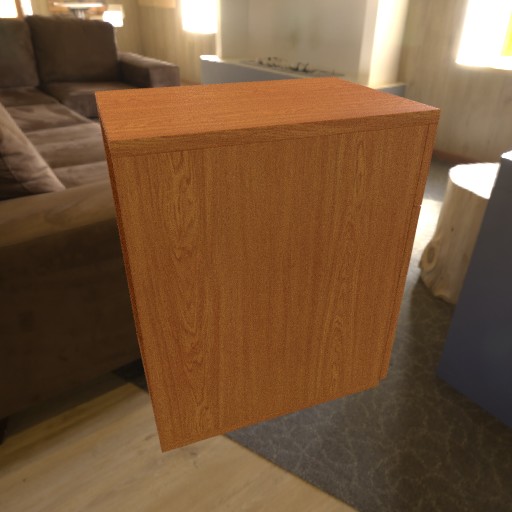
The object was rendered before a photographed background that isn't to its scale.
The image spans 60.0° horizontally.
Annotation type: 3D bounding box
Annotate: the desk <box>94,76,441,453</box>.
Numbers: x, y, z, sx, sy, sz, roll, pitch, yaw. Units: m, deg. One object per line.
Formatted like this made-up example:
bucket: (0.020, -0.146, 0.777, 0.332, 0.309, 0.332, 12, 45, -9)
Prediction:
desk: (0.000, 0.000, 1.076, 0.600, 0.730, 0.404, -11, 32, -17)
